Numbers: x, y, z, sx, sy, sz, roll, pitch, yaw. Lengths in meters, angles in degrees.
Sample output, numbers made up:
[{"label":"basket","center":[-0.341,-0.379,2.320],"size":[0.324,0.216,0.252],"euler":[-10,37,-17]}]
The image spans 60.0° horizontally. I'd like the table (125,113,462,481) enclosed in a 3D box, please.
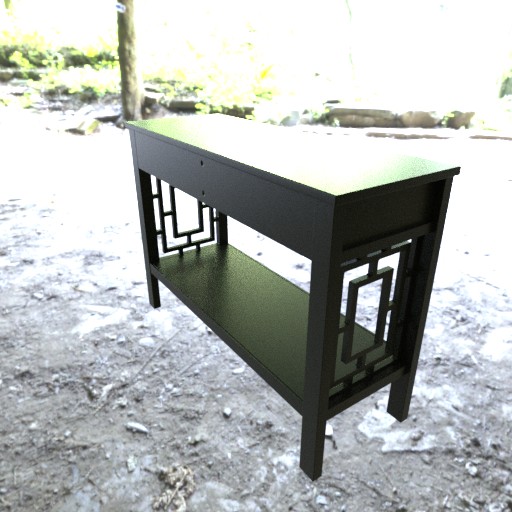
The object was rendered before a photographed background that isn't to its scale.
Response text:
[{"label":"table","center":[0.000,0.000,1.447],"size":[0.397,0.753,1.068],"euler":[-16,30,-31]}]
